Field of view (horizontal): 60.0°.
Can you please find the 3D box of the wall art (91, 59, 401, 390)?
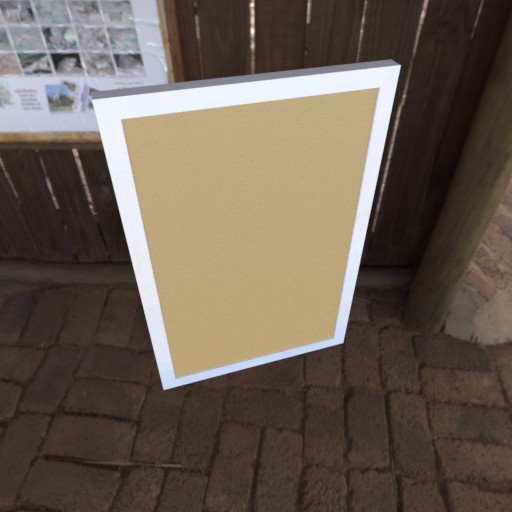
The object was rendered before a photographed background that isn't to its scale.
[{"bbox_3d":[0.000,0.000,1.157,0.612,0.915,0.039,-12,42,-13],"label":"wall art"}]
